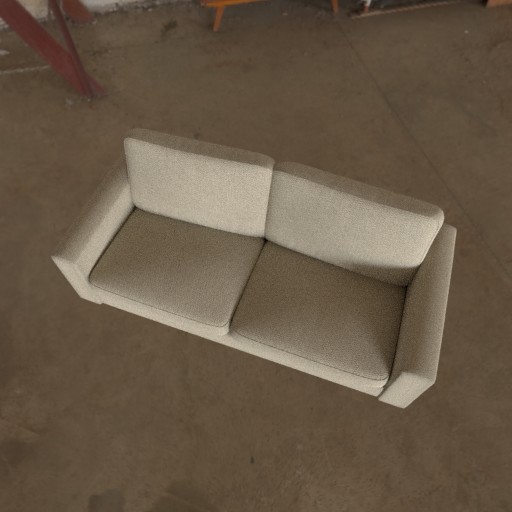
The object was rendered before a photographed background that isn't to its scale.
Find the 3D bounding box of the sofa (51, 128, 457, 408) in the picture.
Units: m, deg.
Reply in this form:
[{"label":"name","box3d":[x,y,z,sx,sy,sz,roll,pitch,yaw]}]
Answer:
[{"label":"sofa","box3d":[0.000,0.000,2.668,2.179,0.873,1.016,17,60,10]}]
